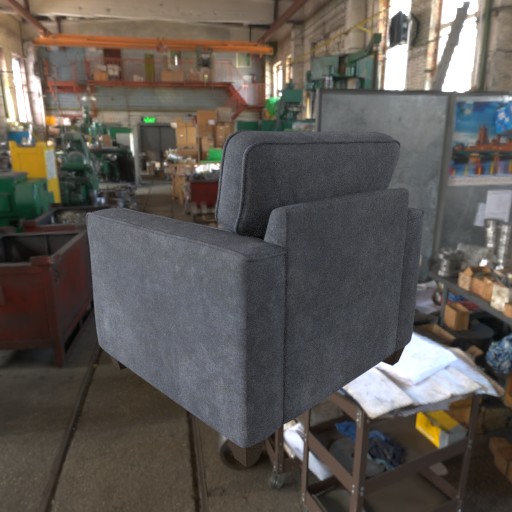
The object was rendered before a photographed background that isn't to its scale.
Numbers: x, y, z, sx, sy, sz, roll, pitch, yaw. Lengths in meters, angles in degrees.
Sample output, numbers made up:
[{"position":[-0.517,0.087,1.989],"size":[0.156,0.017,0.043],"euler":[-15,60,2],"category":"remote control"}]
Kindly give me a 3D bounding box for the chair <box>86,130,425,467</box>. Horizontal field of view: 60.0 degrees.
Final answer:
[{"position":[0.000,0.000,1.787],"size":[1.015,0.965,0.939],"euler":[-14,21,-43],"category":"chair"}]
